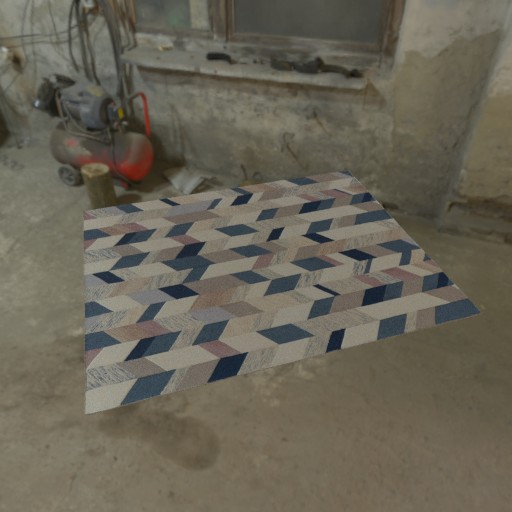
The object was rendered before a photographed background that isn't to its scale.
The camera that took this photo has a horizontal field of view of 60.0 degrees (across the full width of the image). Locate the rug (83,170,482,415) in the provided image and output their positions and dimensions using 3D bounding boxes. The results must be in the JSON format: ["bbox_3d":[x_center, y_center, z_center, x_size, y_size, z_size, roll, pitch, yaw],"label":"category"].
[{"bbox_3d":[0.000,0.000,4.119,3.072,0.011,2.451,-11,41,-13],"label":"rug"}]
